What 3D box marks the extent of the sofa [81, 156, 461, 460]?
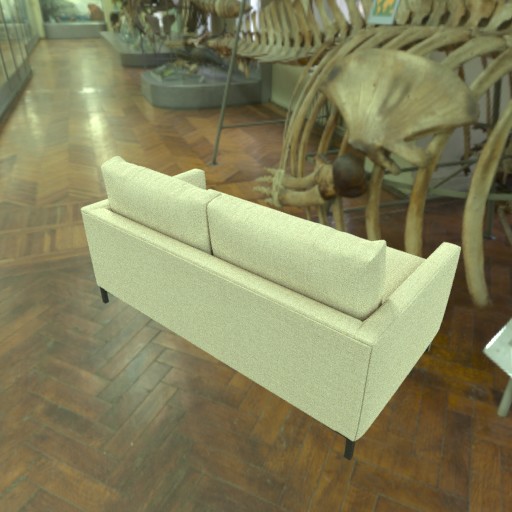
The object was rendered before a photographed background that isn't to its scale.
[{"bbox_3d":[0.000,0.000,2.144,1.651,0.812,0.839,22,36,34],"label":"sofa"}]
